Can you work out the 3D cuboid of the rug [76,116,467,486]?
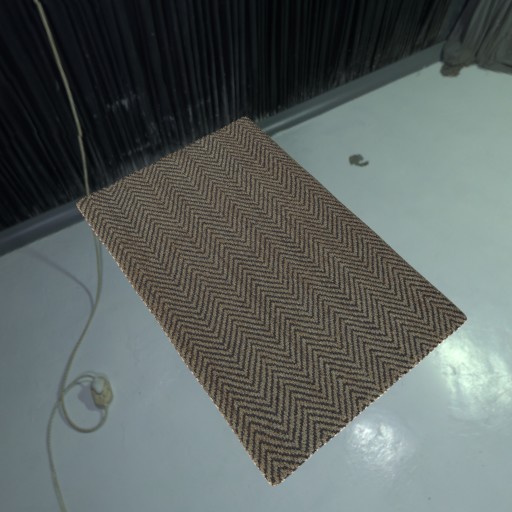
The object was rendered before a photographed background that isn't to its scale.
[{"bbox_3d":[0.000,0.000,2.342,1.219,0.008,1.828,-33,63,-19],"label":"rug"}]
